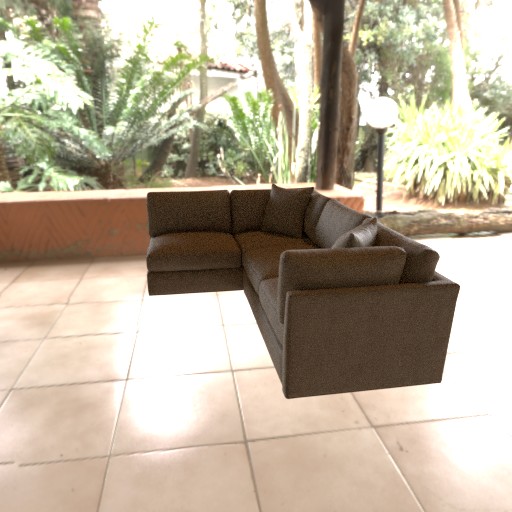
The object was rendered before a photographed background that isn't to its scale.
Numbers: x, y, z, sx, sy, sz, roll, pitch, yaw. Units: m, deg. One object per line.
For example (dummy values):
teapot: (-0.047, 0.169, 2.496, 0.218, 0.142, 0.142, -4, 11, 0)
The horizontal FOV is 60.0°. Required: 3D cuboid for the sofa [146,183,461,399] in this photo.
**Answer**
sofa: (0.000, 0.000, 3.906, 1.994, 0.978, 2.896, -3, 17, -9)
